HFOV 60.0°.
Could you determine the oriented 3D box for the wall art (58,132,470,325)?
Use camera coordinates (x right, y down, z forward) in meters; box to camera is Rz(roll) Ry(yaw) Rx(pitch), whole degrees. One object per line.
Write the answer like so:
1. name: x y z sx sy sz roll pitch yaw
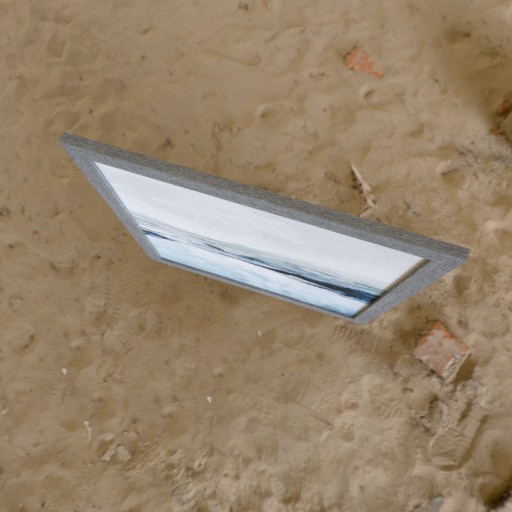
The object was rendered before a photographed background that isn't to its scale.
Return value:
1. wall art: 0.000 0.000 1.036 0.685 0.685 0.020 17 74 5
